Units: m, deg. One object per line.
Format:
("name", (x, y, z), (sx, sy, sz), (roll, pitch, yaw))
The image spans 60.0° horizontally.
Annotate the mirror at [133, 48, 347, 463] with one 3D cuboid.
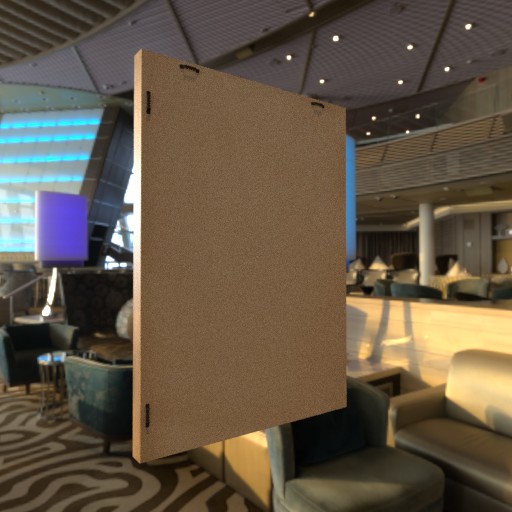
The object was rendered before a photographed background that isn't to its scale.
("mirror", (0.000, 0.000, 0.917), (0.508, 0.711, 0.039), (1, -1, -36))
